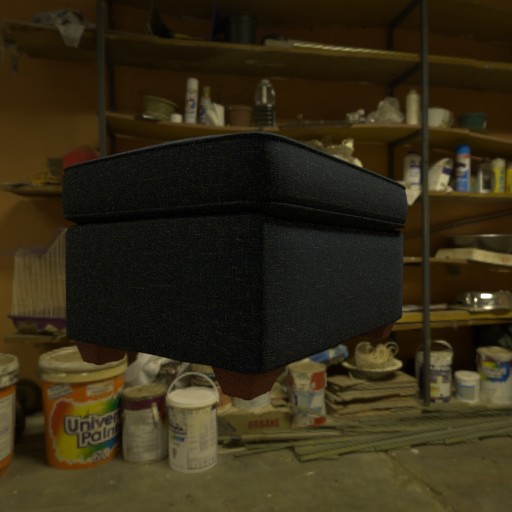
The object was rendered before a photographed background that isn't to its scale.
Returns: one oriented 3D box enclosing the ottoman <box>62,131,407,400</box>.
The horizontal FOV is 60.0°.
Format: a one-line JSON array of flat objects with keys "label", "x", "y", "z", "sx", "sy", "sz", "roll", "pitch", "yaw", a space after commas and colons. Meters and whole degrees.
[{"label": "ottoman", "x": 0.000, "y": 0.000, "z": 1.082, "sx": 0.549, "sy": 0.450, "sz": 0.749, "roll": 0, "pitch": 0, "yaw": 35}]
